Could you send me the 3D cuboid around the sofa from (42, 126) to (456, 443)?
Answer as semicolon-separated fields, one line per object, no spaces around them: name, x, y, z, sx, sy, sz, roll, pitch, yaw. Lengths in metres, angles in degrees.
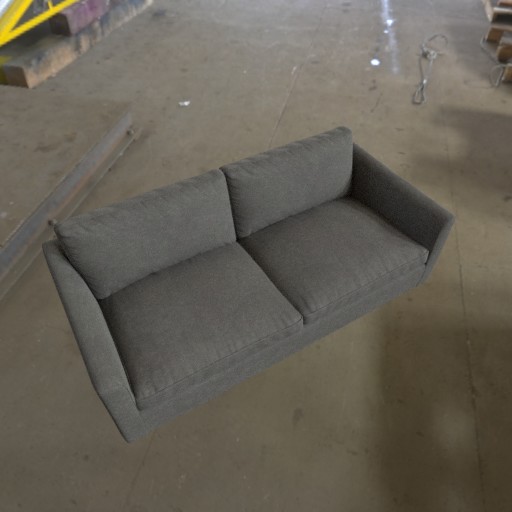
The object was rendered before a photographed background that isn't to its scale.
sofa;0.000;0.000;2.778;2.257;0.838;1.092;-24;50;-21
